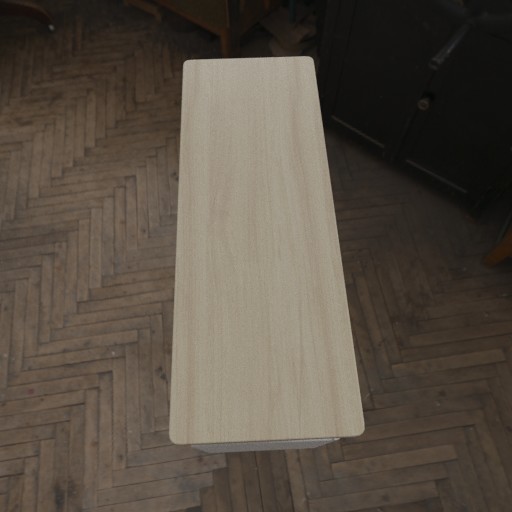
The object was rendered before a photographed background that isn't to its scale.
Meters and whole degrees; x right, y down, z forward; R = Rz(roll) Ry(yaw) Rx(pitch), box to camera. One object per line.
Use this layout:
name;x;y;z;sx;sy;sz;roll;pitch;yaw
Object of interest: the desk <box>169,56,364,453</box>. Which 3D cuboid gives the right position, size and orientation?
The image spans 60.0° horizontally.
desk;0.000;0.000;1.895;0.550;0.755;1.500;-2;64;-1
